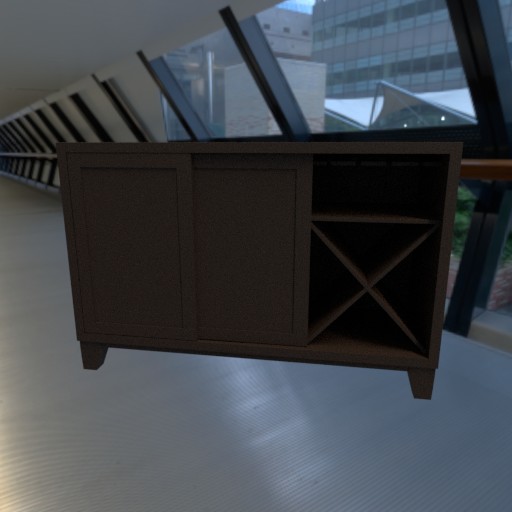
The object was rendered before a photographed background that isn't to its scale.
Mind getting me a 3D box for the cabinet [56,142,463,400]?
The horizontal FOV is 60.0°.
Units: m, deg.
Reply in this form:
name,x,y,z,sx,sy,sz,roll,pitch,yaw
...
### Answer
name,x,y,z,sx,sy,sz,roll,pitch,yaw
cabinet,0.000,0.000,1.841,1.396,0.914,0.482,2,14,9
